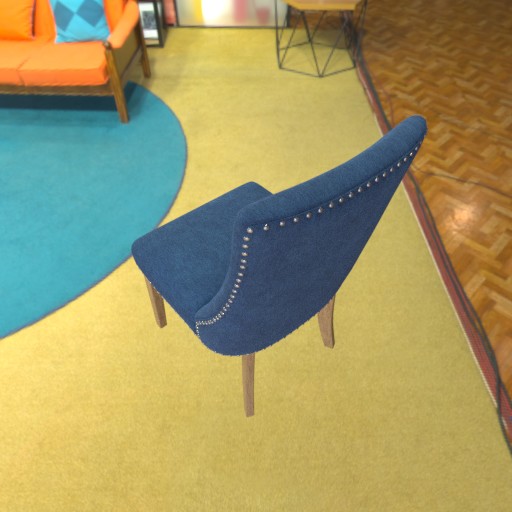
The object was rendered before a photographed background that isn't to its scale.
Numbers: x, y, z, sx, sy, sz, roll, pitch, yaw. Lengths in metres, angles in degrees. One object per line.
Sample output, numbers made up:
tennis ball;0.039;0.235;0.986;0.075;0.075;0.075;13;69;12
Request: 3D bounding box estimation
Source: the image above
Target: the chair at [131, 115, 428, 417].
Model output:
chair;0.000;0.000;1.230;0.495;0.902;0.610;-32;54;-26
